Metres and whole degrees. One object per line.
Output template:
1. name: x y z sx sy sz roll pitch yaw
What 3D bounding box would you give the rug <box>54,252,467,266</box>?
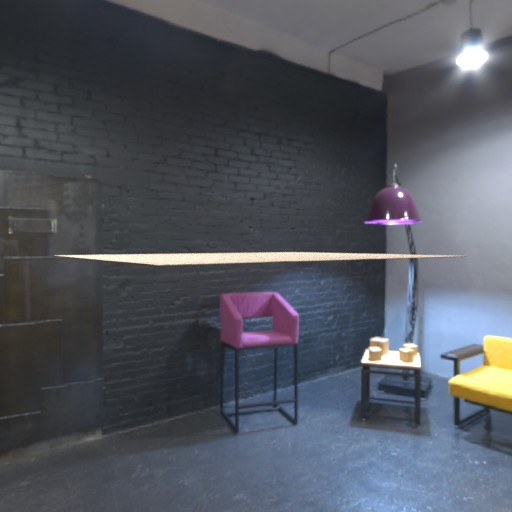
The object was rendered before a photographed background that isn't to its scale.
1. rug: 0.000 0.000 4.179 3.048 0.012 2.444 -1 2 -36
